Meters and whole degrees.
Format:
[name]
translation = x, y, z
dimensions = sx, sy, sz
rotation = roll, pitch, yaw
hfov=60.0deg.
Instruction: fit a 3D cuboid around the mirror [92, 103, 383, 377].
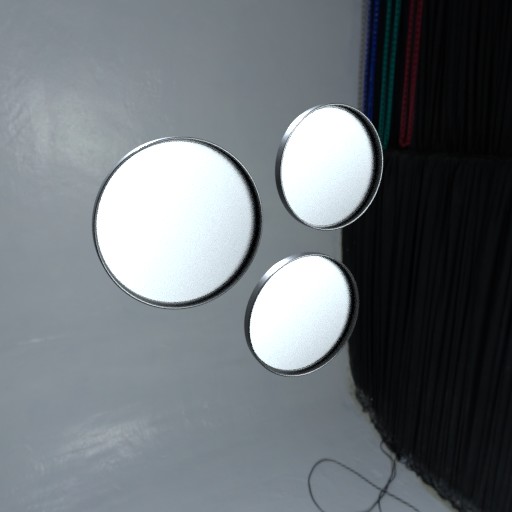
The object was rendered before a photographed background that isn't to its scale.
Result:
[mirror]
translation = 0.000, 0.000, 3.166
dimensions = 2.160, 2.096, 0.076
rotation = -8, 17, -25
